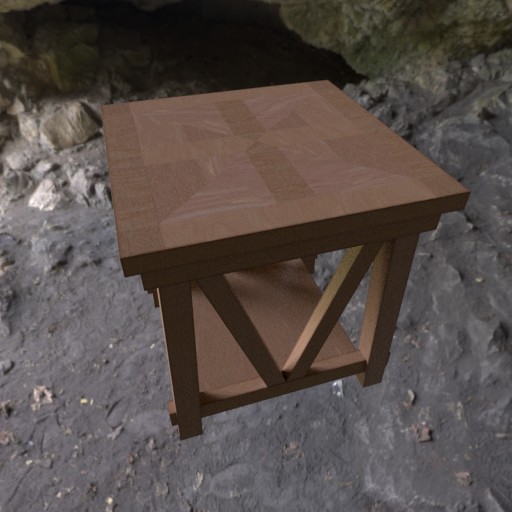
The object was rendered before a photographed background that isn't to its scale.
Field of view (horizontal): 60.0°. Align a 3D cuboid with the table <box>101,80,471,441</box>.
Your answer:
[{"bbox_3d":[0.000,0.000,1.148,0.612,0.638,0.610,-12,42,-13],"label":"table"}]
